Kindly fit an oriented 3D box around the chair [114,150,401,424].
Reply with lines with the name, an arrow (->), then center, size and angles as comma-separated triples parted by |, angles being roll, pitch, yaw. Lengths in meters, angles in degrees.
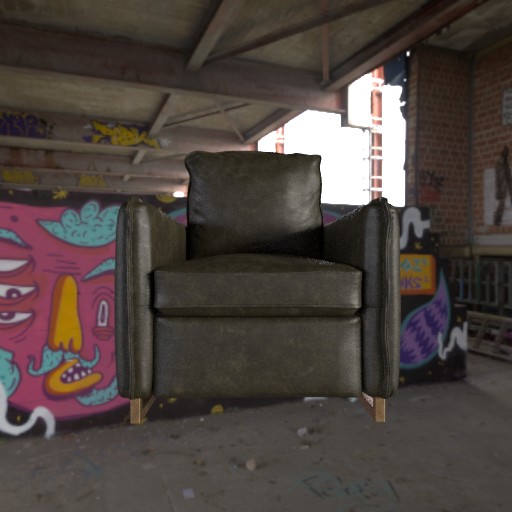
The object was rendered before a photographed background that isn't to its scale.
chair -> 0.000, 0.000, 1.635 | 0.830, 0.921, 0.921 | 0, 1, -1
